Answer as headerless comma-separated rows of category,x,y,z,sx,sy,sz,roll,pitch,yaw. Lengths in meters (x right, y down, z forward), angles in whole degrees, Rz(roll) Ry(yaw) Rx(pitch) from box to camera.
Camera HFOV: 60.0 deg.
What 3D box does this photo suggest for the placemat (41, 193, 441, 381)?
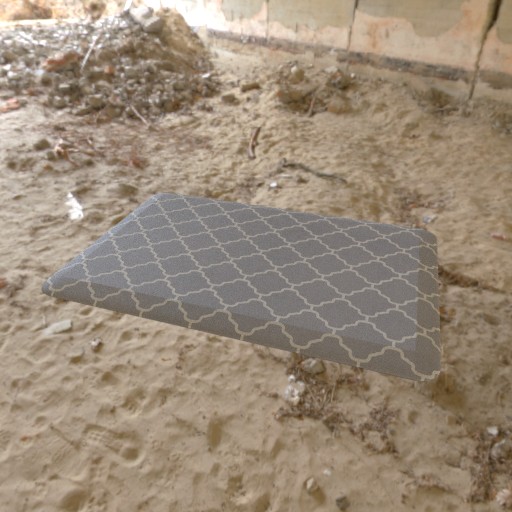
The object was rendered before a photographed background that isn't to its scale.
placemat,0.000,0.000,0.975,0.762,0.021,0.508,10,33,15
